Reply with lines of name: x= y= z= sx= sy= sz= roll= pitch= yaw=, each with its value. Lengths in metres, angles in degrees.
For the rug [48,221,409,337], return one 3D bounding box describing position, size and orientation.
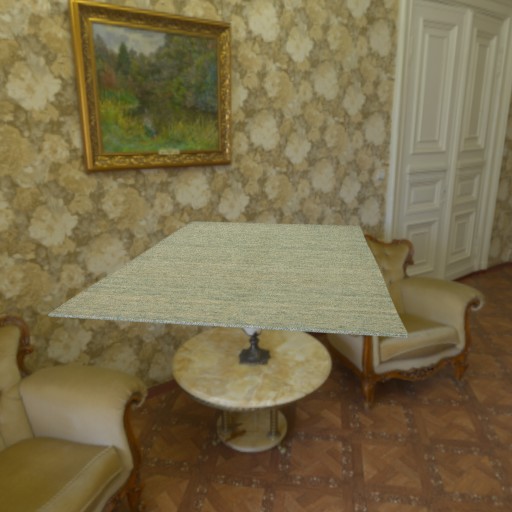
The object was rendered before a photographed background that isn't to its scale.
rug: x=0.000 y=0.000 z=2.946 sx=1.547 sy=0.013 sz=2.283 roll=2 pitch=15 yaw=8
